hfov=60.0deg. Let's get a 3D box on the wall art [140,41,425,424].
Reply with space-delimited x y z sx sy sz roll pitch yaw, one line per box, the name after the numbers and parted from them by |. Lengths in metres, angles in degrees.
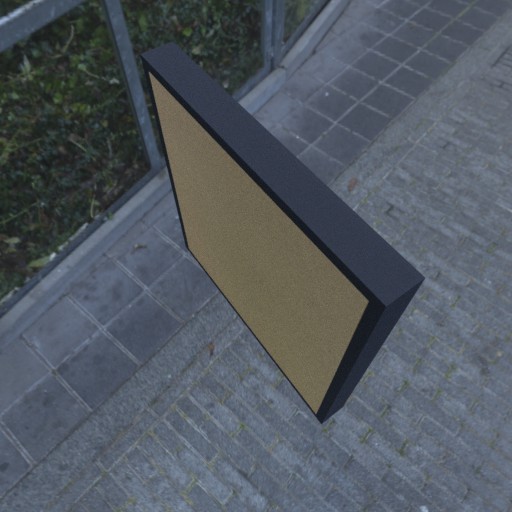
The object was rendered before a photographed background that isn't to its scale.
0.000 0.000 0.457 0.033 0.304 0.305 -31 62 -18 | wall art
